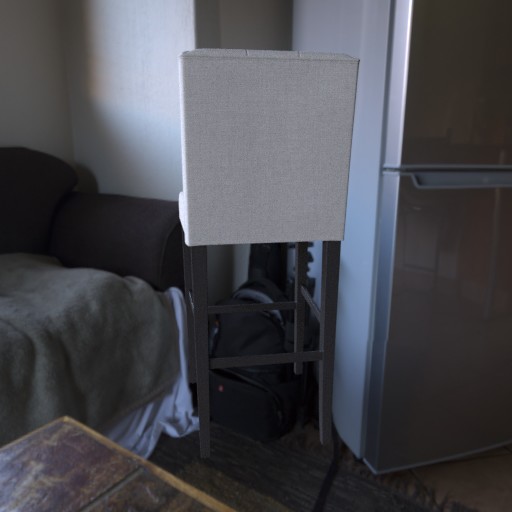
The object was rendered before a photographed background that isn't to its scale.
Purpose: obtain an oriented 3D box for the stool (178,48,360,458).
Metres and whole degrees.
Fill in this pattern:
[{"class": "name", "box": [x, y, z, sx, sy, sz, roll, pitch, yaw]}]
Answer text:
[{"class": "stool", "box": [0.000, 0.000, 1.407, 0.474, 1.116, 0.509, -2, 15, -9]}]
